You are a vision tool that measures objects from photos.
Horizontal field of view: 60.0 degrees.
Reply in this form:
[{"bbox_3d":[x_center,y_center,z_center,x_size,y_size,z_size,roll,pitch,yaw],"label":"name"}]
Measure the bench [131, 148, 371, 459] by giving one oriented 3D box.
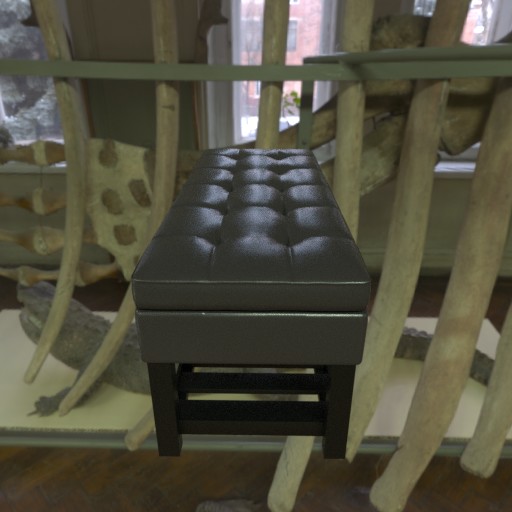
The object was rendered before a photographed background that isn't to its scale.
[{"bbox_3d":[0.000,0.000,1.349,0.432,0.460,1.105,0,25,1],"label":"bench"}]
